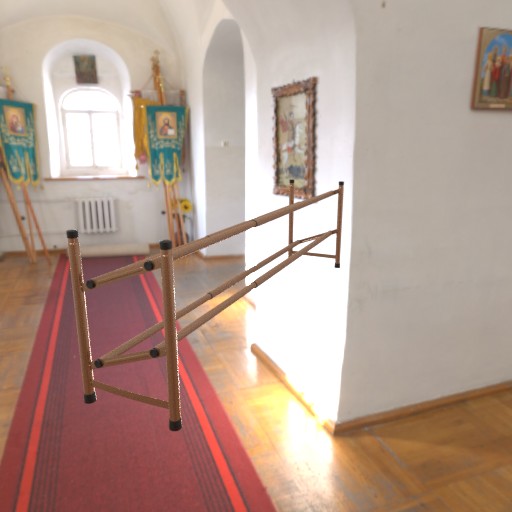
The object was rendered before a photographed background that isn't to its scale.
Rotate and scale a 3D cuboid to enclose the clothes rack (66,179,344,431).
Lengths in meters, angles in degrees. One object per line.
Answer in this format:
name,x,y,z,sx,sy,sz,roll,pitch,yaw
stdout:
clothes rack,0.000,0.000,1.306,0.229,0.349,1.168,7,16,24
